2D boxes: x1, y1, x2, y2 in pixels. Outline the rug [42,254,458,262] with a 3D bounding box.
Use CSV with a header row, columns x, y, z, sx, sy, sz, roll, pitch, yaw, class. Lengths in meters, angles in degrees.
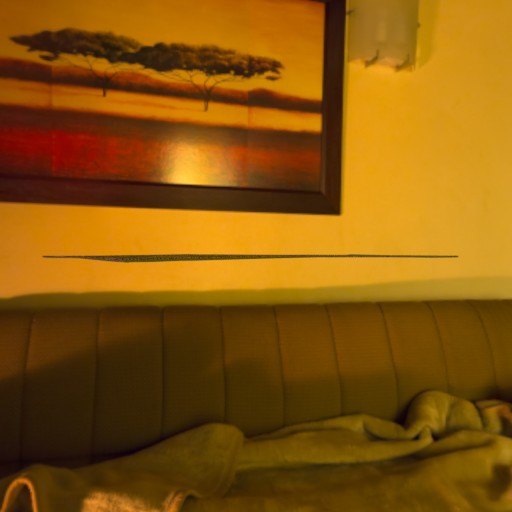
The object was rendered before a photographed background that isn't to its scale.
x,y,z,sx,sy,sz,roll,pitch,yaw,class
0.000,0.000,2.240,1.777,0.021,1.145,0,1,-36,rug
